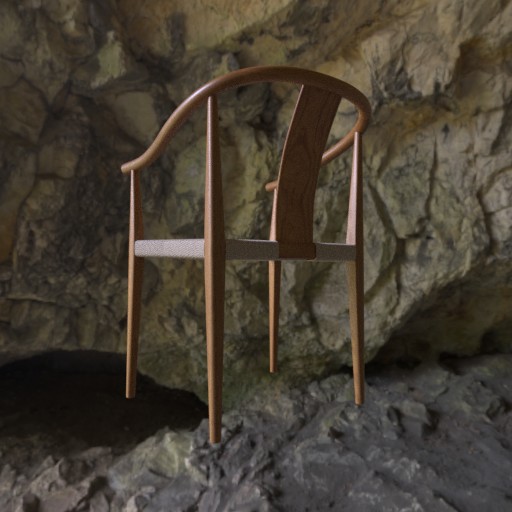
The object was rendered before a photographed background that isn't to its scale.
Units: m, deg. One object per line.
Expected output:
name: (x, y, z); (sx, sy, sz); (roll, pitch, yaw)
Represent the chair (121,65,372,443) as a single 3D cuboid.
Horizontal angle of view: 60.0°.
chair: (0.000, 0.000, 1.210); (0.556, 0.800, 0.579); (1, -2, -36)
